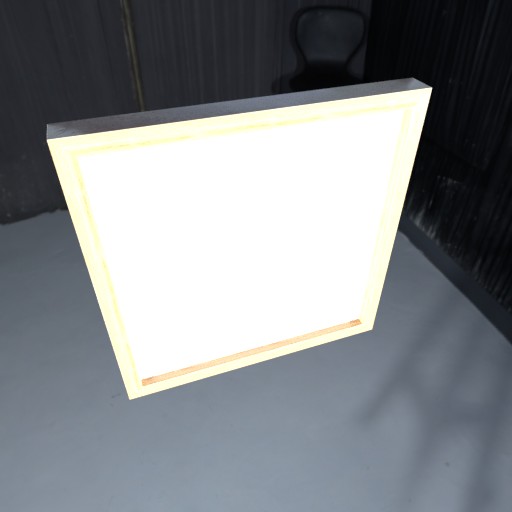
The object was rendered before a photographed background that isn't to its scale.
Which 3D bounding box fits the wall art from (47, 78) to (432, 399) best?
[{"bbox_3d":[0.000,0.000,0.438,0.303,0.303,0.028,-13,41,-15],"label":"wall art"}]
